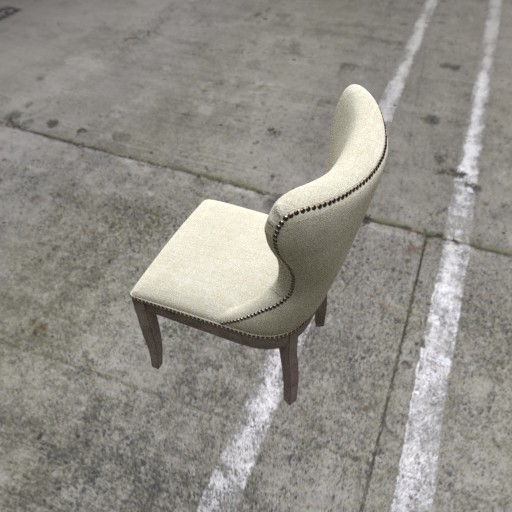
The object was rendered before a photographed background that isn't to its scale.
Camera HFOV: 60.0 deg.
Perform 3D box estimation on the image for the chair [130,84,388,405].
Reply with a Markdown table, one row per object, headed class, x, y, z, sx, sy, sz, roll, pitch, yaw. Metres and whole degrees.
| class | x | y | z | sx | sy | sz | roll | pitch | yaw |
| --- | --- | --- | --- | --- | --- | --- | --- | --- | --- |
| chair | 0.000 | 0.000 | 1.486 | 0.681 | 1.002 | 0.654 | 16 | 47 | 16 |
